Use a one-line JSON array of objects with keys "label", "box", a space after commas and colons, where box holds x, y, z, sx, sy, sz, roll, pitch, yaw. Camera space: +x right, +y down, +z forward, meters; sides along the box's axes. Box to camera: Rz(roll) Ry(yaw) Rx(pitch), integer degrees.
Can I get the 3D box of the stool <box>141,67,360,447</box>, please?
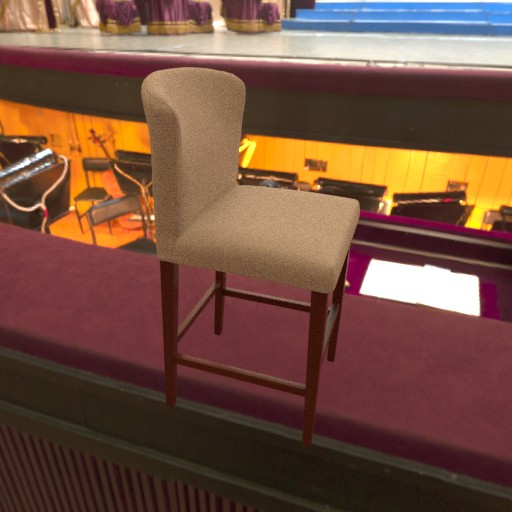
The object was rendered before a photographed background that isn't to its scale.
[{"label": "stool", "box": [0.000, 0.000, 1.393, 0.568, 1.069, 0.481, 10, 31, 17]}]
